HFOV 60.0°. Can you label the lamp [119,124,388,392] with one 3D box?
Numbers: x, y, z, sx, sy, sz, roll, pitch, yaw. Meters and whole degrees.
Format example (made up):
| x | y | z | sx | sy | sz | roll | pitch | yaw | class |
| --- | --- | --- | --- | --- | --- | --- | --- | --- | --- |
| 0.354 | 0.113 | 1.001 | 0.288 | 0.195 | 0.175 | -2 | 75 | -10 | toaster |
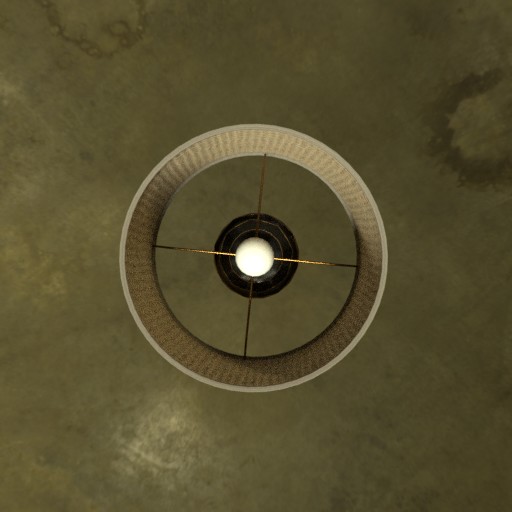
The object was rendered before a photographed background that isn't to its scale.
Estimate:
| x | y | z | sx | sy | sz | roll | pitch | yaw | class |
| --- | --- | --- | --- | --- | --- | --- | --- | --- | --- |
| 0.000 | 0.000 | 0.831 | 0.376 | 0.594 | 0.376 | 0 | 91 | 1 | lamp |
